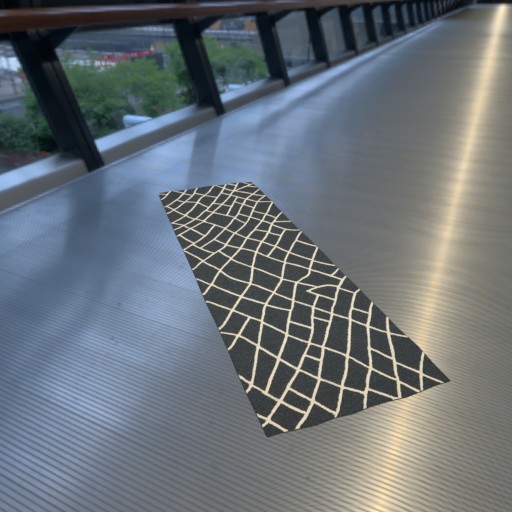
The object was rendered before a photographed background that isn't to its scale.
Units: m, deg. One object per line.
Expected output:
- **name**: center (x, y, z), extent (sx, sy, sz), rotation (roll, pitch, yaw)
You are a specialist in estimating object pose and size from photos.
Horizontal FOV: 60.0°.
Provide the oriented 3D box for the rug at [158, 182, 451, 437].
- **rug**: center (0.000, 0.000, 2.671), extent (0.807, 0.010, 2.476), rotation (-10, 31, -17)
